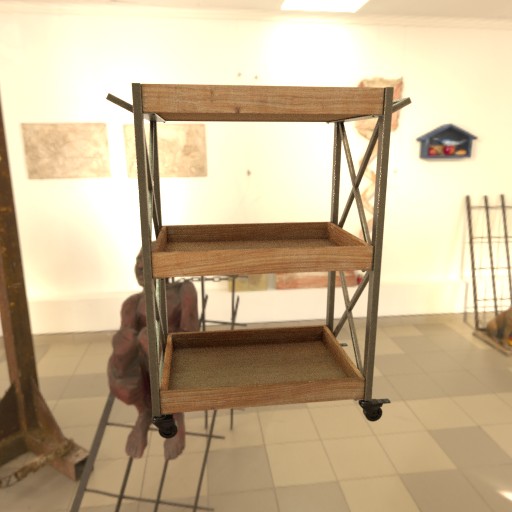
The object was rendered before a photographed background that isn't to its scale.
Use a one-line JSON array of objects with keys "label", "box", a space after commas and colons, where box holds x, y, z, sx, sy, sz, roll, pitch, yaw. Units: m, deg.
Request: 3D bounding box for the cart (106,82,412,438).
[{"label": "cart", "box": [0.000, 0.000, 1.212, 0.673, 0.835, 0.377, -2, 14, -7]}]
